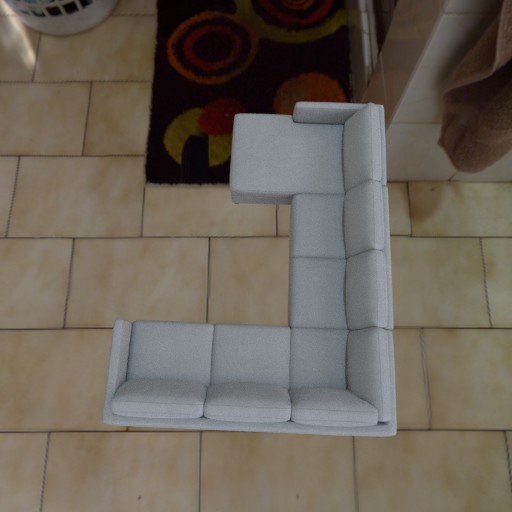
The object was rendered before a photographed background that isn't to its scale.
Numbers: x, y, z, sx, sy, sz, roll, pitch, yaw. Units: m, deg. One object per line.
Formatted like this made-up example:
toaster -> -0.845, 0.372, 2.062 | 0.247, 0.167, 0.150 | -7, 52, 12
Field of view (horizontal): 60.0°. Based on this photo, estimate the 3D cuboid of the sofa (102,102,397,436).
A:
sofa -> 0.000, 0.000, 4.427 | 2.551, 0.853, 3.238 | 2, 75, 1
